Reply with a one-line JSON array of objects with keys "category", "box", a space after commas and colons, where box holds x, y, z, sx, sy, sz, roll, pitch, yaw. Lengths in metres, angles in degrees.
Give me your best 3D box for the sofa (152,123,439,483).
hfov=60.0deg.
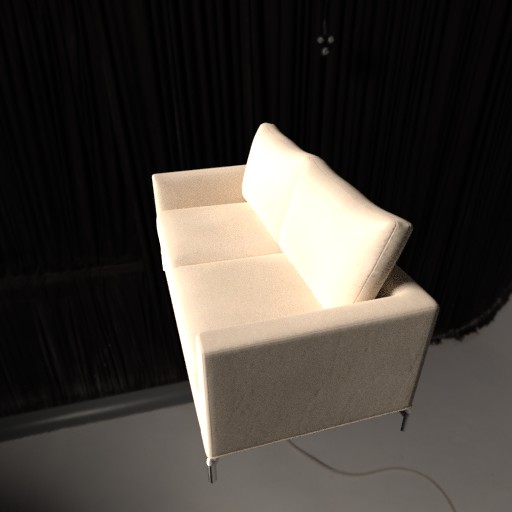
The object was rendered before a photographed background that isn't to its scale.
[{"category": "sofa", "box": [0.000, 0.000, 2.306, 0.906, 0.995, 1.739, -8, 31, -14]}]
